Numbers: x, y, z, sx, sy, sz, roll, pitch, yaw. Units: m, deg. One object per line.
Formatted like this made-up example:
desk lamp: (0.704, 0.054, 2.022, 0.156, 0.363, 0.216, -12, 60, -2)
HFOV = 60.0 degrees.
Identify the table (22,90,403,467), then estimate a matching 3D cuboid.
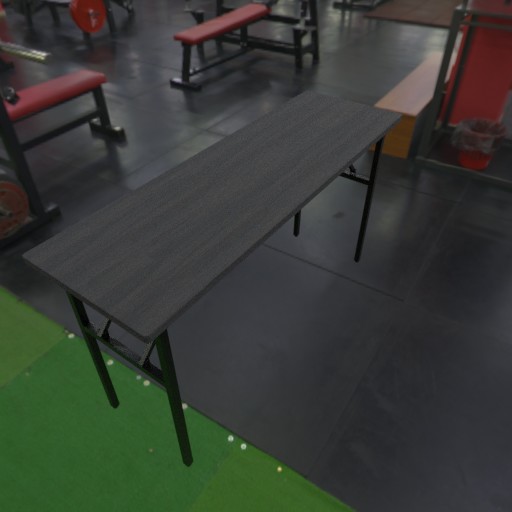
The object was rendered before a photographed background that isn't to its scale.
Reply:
table: (0.000, 0.000, 1.687, 0.449, 0.750, 1.399, 25, 46, 26)
